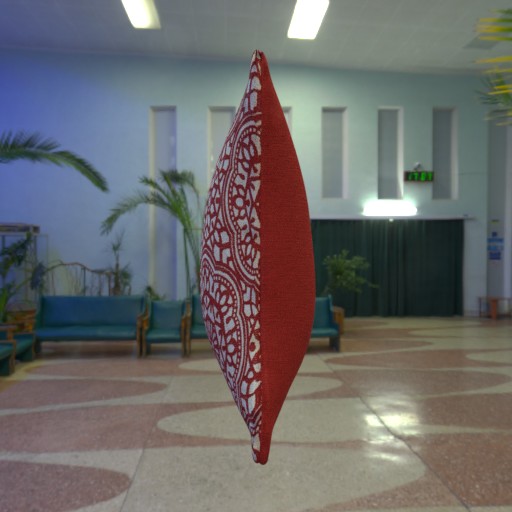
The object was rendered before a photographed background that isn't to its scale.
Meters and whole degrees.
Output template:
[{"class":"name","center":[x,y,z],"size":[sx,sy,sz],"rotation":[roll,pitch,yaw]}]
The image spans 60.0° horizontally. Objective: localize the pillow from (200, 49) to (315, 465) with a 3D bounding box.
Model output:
[{"class":"pillow","center":[0.000,0.000,0.662],"size":[0.162,0.419,0.438],"rotation":[0,1,-1]}]
